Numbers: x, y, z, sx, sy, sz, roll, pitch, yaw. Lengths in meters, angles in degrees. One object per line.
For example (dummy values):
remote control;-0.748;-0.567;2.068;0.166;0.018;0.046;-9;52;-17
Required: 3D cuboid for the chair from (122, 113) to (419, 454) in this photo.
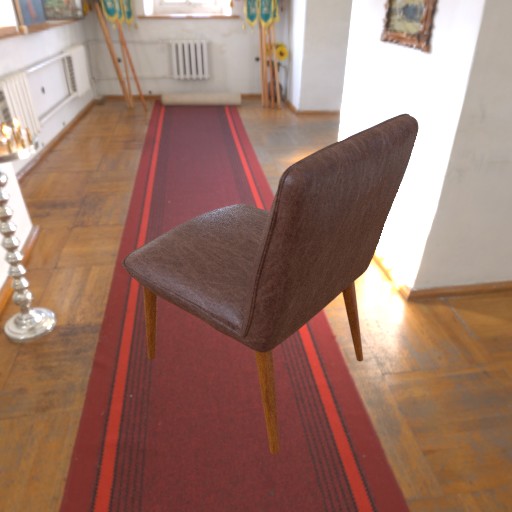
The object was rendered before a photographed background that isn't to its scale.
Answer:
chair;0.000;0.000;1.245;0.645;0.803;0.543;22;39;30
